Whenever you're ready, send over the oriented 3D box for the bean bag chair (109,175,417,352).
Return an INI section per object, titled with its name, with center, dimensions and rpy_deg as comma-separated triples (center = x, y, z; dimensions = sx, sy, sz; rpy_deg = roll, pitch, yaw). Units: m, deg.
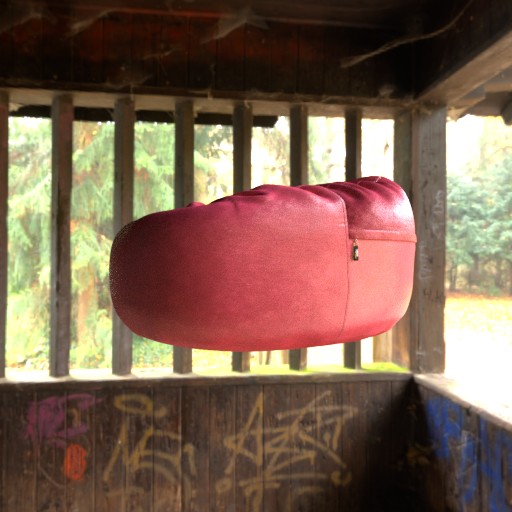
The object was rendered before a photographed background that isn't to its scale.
[bean bag chair]
center = 0.000, 0.000, 2.442
dimensions = 1.524, 0.878, 1.524
rpy_deg = 1, -1, -36
